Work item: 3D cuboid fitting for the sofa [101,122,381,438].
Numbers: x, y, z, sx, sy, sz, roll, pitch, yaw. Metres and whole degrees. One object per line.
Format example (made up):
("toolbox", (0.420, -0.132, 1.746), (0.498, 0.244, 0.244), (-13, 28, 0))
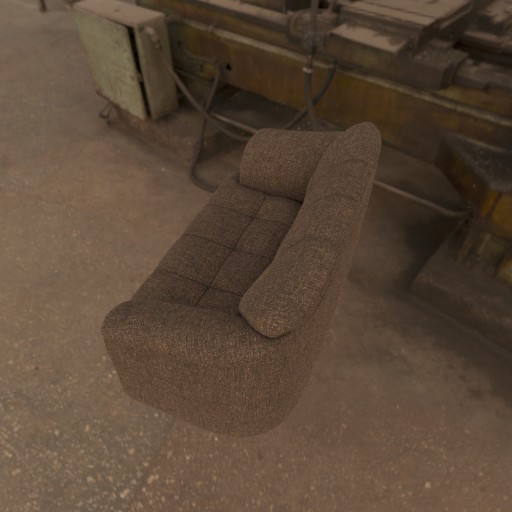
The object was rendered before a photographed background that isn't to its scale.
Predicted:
("sofa", (0.000, 0.000, 1.979), (0.799, 0.895, 1.404), (17, 48, 16))
